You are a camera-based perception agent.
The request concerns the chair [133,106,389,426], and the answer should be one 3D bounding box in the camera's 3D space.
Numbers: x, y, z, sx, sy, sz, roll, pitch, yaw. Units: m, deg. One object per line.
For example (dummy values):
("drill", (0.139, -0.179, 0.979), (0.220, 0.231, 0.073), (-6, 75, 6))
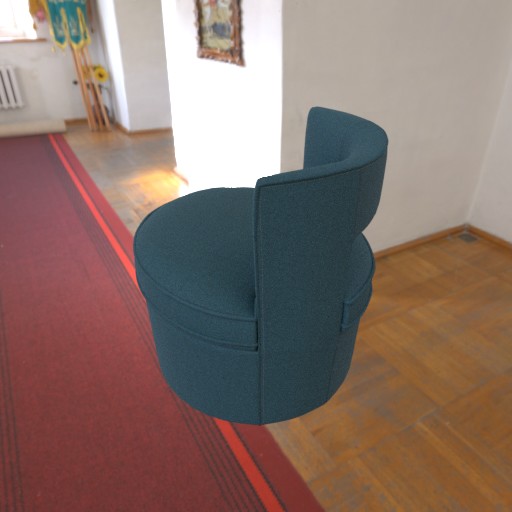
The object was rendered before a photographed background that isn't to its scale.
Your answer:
("chair", (0.000, 0.000, 1.255), (0.660, 0.711, 0.684), (8, 32, 13))
